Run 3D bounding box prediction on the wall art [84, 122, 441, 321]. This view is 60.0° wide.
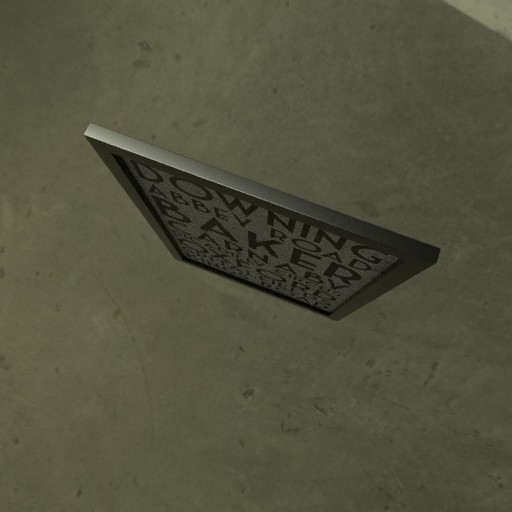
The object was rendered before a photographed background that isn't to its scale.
[{"bbox_3d":[0.000,0.000,0.566,0.304,0.432,0.013,21,77,5],"label":"wall art"}]
